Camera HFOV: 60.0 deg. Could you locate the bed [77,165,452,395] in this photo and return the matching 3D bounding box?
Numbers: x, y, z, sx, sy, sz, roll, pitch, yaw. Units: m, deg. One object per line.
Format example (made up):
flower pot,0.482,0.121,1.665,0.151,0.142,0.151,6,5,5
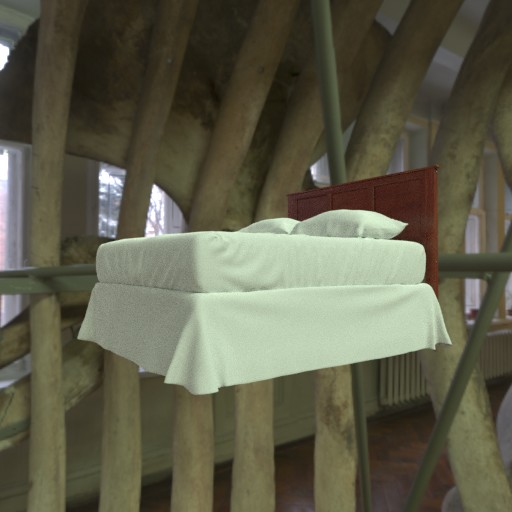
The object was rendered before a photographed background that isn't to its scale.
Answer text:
bed,0.000,0.000,3.190,2.050,1.270,1.870,1,-1,-36
